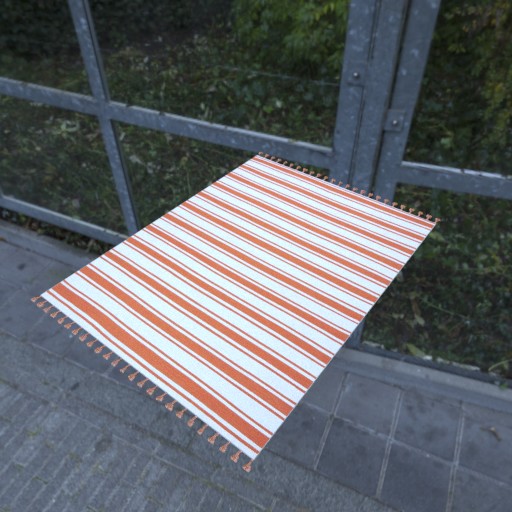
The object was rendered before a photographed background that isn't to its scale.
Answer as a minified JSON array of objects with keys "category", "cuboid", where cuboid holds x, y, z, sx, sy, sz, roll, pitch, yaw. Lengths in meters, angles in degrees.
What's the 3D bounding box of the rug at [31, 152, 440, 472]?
[{"category":"rug","cuboid":[0.000,0.000,4.360,2.451,0.035,3.369,27,48,27]}]
